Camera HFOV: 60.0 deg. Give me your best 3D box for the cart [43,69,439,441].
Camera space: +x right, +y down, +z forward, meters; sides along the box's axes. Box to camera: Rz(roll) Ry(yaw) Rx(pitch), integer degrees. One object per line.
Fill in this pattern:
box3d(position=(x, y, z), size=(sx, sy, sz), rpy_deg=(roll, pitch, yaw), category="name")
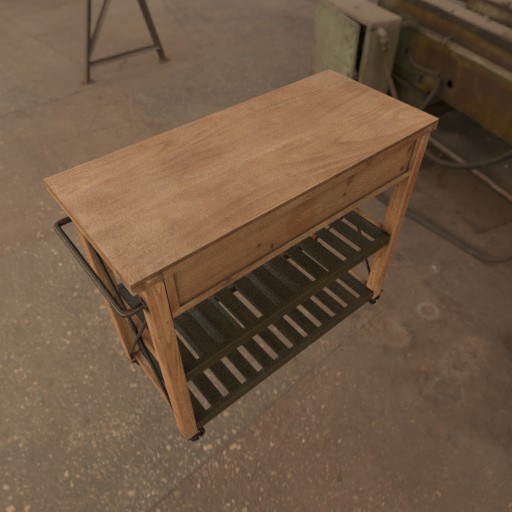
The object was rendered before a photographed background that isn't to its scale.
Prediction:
box3d(position=(0.000, 0.000, 0.966), size=(0.686, 0.554, 0.298), rpy_deg=(-31, 53, -26), category="cart")
